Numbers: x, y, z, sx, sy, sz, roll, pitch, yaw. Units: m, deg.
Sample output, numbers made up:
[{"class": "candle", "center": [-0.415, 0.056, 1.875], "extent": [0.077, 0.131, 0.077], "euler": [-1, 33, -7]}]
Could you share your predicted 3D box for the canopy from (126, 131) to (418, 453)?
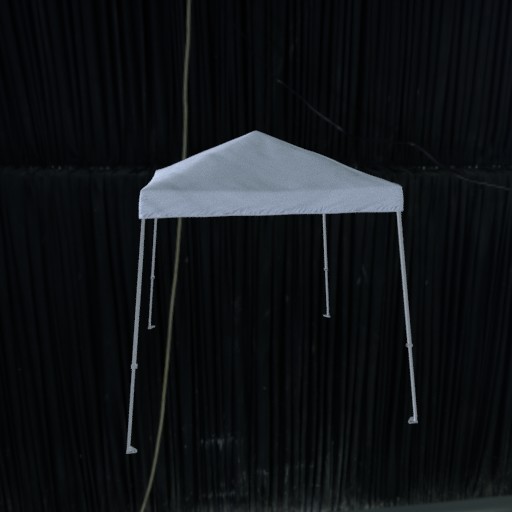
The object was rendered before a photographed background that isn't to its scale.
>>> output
[{"class": "canopy", "center": [0.000, 0.000, 6.622], "extent": [3.599, 3.600, 3.600], "euler": [-2, 15, -9]}]
